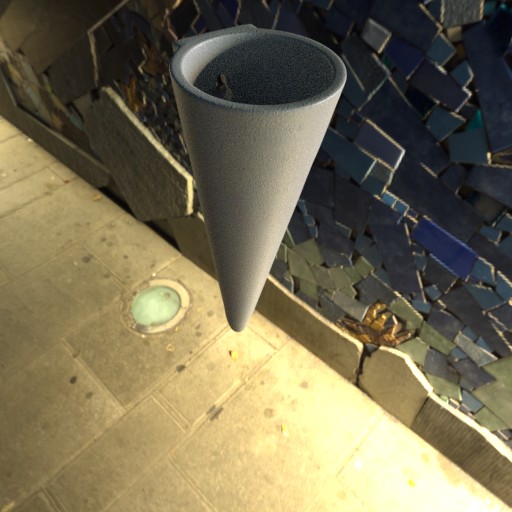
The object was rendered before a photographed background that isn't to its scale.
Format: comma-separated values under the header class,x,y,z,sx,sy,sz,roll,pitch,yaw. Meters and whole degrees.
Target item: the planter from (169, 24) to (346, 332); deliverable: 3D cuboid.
class,x,y,z,sx,sy,sz,roll,pitch,yaw
planter,0.000,0.000,0.219,0.057,0.191,0.064,-24,52,-21
